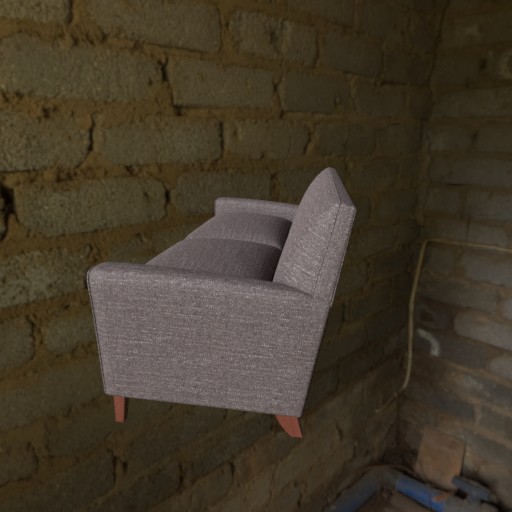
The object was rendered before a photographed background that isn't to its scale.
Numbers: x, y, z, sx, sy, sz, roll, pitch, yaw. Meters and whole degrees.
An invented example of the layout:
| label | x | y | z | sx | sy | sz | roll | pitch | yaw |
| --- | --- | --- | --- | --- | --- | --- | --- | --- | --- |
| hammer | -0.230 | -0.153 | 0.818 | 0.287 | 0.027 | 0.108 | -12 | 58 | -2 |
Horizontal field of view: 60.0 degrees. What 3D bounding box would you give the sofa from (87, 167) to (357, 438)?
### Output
| label | x | y | z | sx | sy | sz | roll | pitch | yaw |
| --- | --- | --- | --- | --- | --- | --- | --- | --- | --- |
| sofa | 0.000 | 0.000 | 2.387 | 0.875 | 0.846 | 1.976 | 2 | 15 | 8 |
